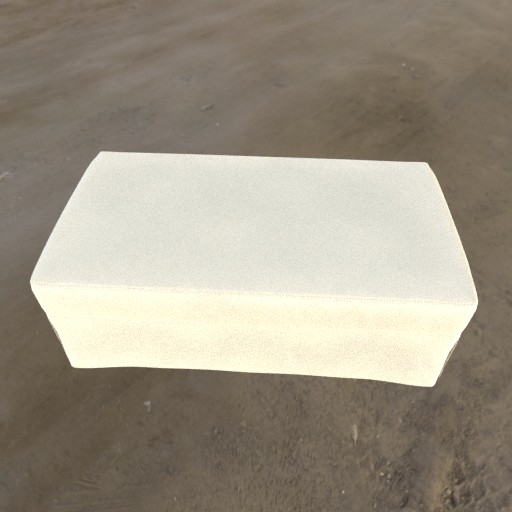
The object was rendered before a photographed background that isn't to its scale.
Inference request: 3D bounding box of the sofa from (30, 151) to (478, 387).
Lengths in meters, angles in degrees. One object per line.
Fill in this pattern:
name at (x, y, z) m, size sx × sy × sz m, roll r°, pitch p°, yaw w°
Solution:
sofa at (0.000, 0.000, 2.045) m, size 1.677 × 0.552 × 0.939 m, roll 2°, pitch 47°, yaw 2°
